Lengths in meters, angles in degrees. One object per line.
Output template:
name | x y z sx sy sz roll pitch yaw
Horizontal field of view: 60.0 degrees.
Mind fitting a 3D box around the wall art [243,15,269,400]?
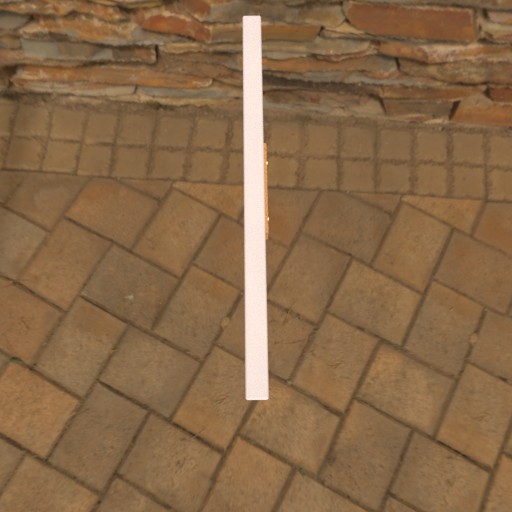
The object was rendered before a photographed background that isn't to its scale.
wall art | 0.000 0.000 1.307 0.045 1.014 0.759 -1 75 0
